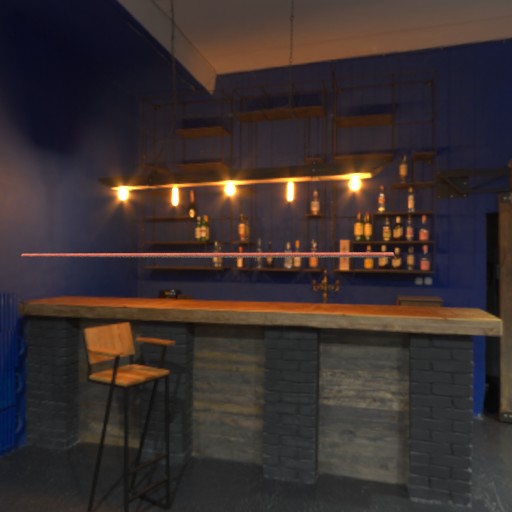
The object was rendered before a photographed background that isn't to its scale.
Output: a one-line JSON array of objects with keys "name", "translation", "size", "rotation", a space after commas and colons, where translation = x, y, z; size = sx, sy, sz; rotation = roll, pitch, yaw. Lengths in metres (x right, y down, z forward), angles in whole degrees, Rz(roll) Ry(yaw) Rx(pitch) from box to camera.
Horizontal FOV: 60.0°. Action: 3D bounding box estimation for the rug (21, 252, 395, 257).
[{"name": "rug", "translation": [0.000, 0.000, 4.053], "size": [2.430, 0.018, 2.976], "rotation": [0, 0, 17]}]
